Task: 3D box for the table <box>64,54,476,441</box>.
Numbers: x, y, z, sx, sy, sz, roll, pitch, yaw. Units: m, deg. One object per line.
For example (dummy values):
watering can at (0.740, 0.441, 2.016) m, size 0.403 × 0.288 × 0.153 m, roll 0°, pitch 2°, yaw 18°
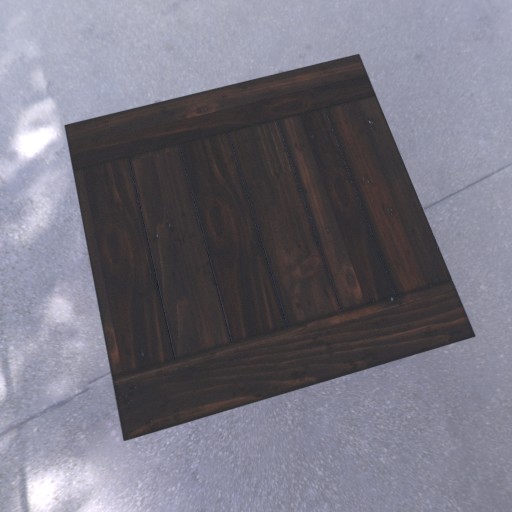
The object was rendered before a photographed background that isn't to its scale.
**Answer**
table at (0.000, 0.000, 1.013) m, size 0.606 × 0.437 × 0.593 m, roll -15°, pitch 75°, yaw -4°
